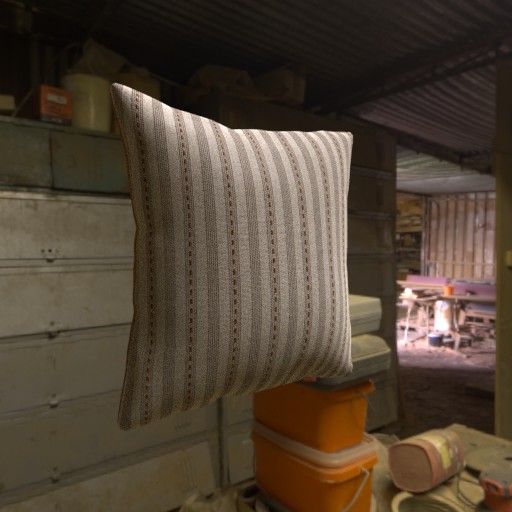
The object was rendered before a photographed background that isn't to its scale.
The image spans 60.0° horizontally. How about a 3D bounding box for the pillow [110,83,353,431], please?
[{"bbox_3d":[0.000,0.000,0.668,0.432,0.437,0.147,-1,1,-37],"label":"pillow"}]
